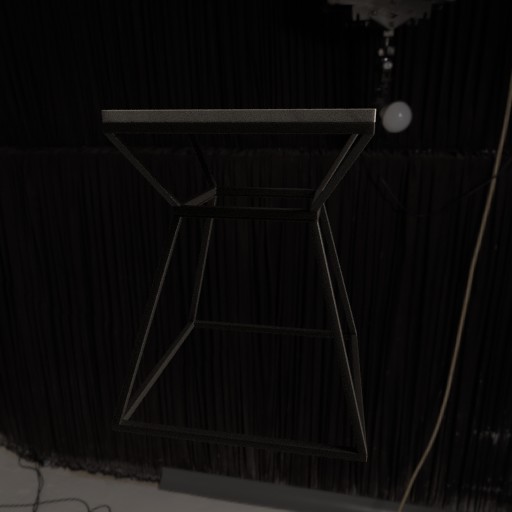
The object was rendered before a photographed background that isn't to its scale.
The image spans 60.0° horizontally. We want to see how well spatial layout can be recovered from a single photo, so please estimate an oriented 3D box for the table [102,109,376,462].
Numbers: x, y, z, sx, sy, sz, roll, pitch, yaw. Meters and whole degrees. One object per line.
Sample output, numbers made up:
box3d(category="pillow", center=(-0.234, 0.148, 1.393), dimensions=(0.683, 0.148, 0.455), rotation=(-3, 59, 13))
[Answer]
box3d(category="table", center=(0.000, 0.000, 0.909), dimensions=(0.455, 0.559, 0.455), rotation=(3, 17, 10))
